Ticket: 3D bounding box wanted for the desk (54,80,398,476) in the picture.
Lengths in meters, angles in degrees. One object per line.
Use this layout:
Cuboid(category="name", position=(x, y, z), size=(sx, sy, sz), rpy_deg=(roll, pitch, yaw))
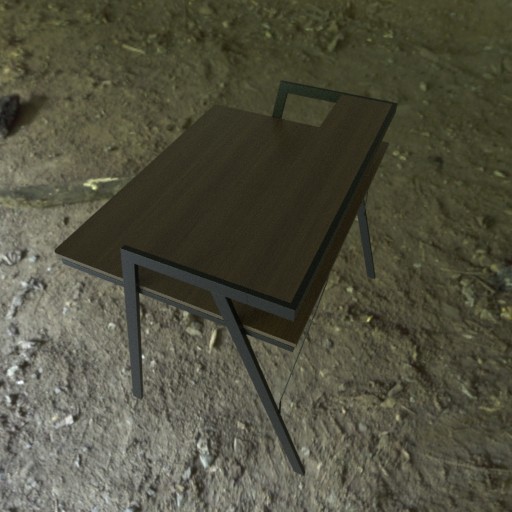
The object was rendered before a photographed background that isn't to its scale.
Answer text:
Cuboid(category="desk", position=(0.000, 0.000, 1.873), size=(0.936, 0.998, 1.143), rpy_deg=(18, 48, 17))
